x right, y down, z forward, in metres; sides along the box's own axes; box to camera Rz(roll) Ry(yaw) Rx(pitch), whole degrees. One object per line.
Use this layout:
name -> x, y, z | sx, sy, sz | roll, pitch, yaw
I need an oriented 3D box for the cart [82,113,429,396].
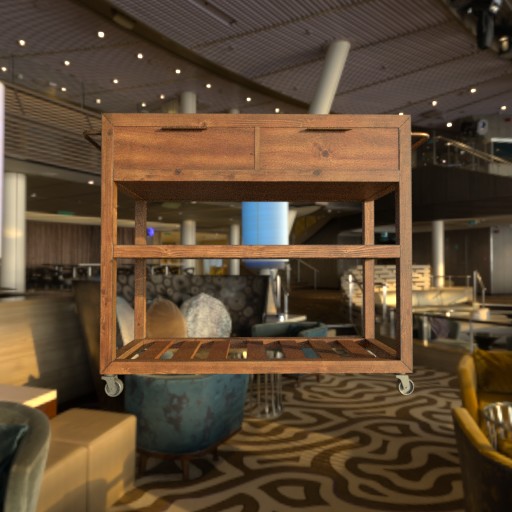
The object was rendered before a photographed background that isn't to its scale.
cart -> 0.000, 0.000, 1.505 | 1.065, 0.830, 0.445 | 0, -1, -1
